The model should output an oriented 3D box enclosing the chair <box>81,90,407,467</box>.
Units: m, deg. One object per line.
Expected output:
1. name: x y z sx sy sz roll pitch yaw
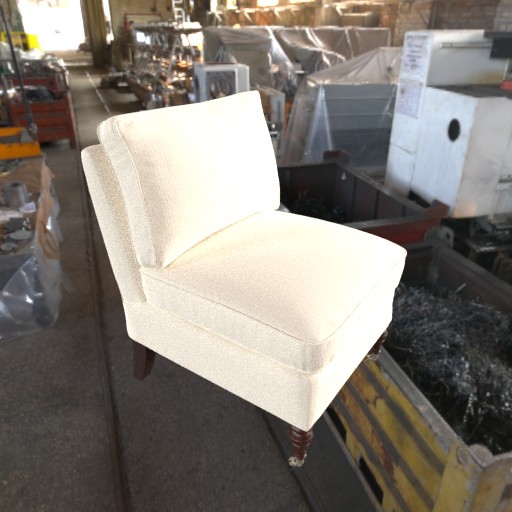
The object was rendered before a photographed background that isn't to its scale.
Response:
1. chair: 0.000 0.000 1.378 0.781 0.887 0.630 18 33 31
